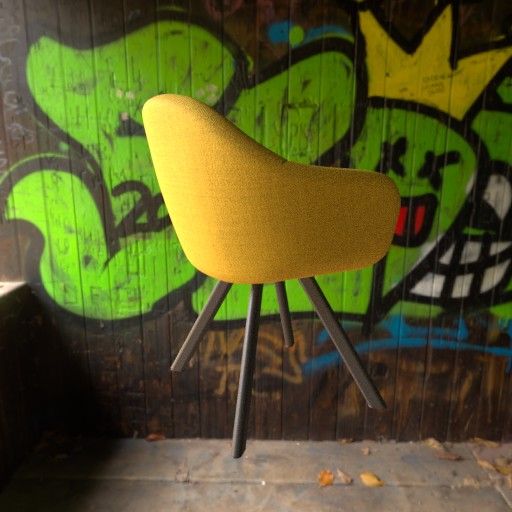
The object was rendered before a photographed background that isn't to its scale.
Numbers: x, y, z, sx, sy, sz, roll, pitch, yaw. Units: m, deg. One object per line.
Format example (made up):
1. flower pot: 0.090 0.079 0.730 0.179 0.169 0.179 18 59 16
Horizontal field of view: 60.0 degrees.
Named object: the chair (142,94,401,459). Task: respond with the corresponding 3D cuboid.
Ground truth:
1. chair: 0.000 0.000 1.193 0.550 0.795 0.590 -6 14 -26
